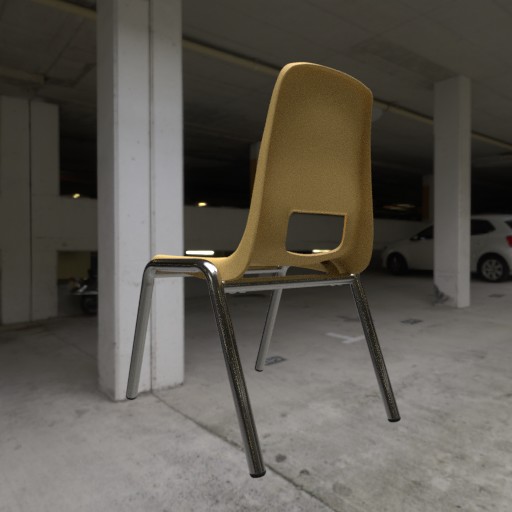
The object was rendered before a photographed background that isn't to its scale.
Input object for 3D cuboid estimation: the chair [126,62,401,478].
[{"bbox_3d":[0.000,0.000,0.842,0.354,0.586,0.423,-1,1,-38],"label":"chair"}]
